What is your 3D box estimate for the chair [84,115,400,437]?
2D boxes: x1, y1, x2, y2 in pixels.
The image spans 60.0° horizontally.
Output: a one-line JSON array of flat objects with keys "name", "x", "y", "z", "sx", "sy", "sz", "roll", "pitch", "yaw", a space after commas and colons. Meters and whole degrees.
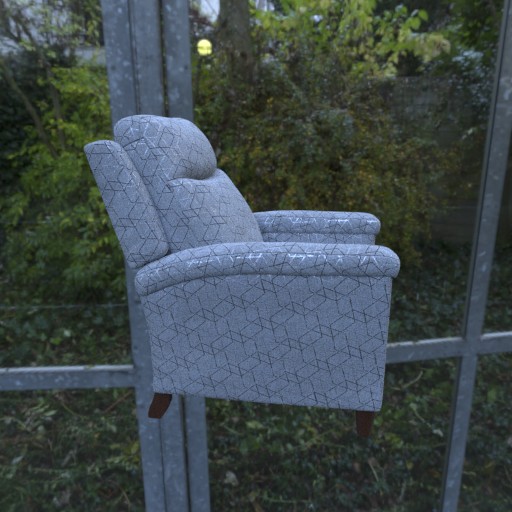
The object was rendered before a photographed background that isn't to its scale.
[{"name": "chair", "x": 0.000, "y": 0.000, "z": 1.732, "sx": 0.987, "sy": 1.048, "sz": 0.753, "roll": 3, "pitch": 15, "yaw": 9}]
